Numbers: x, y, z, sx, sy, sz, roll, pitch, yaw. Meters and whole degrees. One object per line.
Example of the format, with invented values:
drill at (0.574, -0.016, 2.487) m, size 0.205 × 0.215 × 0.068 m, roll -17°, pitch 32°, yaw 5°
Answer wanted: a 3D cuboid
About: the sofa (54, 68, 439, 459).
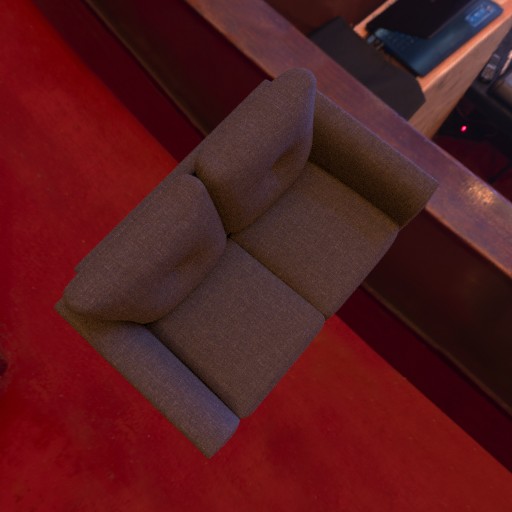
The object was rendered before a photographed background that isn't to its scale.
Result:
sofa at (0.000, 0.000, 1.948) m, size 0.851 × 0.885 × 1.423 m, roll 40°, pitch 79°, yaw 10°
